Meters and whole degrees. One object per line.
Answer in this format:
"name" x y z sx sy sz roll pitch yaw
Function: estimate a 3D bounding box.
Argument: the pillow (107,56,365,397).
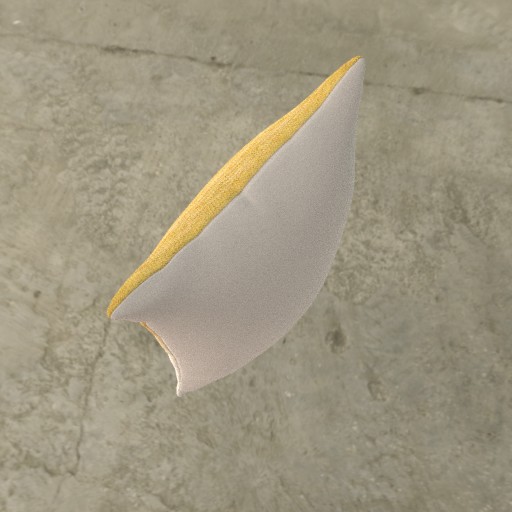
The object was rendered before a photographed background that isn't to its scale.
"pillow" 0.000 0.000 0.690 0.211 0.450 0.450 35 68 16
